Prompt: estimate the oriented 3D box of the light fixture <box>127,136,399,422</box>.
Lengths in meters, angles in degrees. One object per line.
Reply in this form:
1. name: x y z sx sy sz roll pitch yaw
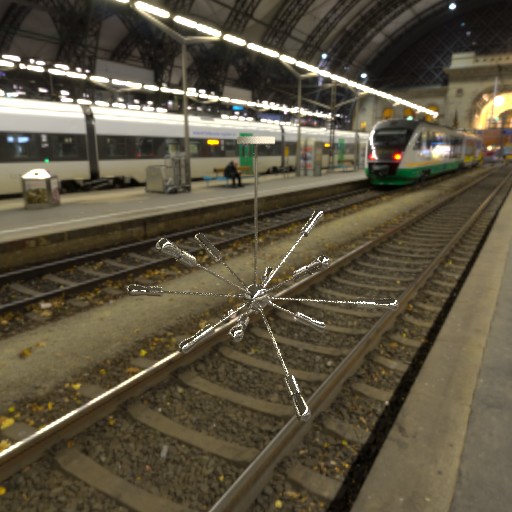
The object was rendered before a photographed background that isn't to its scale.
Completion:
1. light fixture: 0.000 0.000 1.076 0.684 0.558 0.509 2 14 10
